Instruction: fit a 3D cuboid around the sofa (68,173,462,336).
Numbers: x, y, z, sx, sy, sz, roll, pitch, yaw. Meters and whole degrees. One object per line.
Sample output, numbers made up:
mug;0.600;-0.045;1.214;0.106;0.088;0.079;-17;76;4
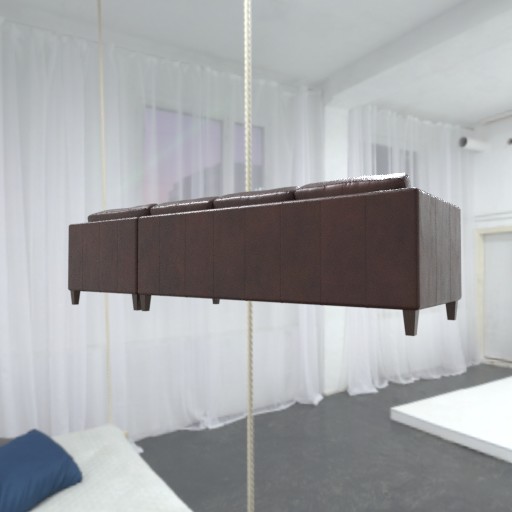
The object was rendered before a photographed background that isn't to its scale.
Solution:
sofa;0.000;0.000;3.784;3.203;0.883;1.581;-1;-2;37
